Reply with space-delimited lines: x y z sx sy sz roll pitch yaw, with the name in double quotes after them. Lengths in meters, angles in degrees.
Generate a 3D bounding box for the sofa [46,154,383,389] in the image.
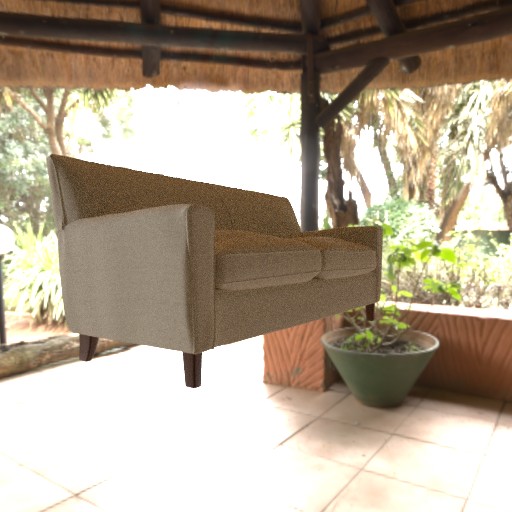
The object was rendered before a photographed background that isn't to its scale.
0.000 0.000 2.500 0.841 0.907 2.001 1 1 35 "sofa"
